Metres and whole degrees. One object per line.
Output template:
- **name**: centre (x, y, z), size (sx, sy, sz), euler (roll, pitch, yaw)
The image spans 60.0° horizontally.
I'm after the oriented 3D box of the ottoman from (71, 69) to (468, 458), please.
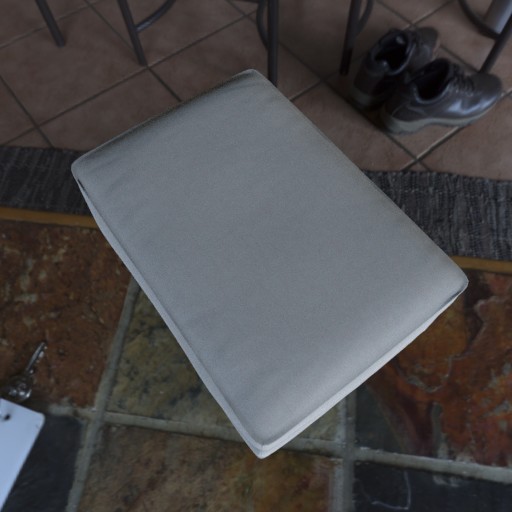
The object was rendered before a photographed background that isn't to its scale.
- **ottoman**: centre (0.000, 0.000, 1.212), size (0.611, 0.482, 0.848), euler (-33, 69, -15)
